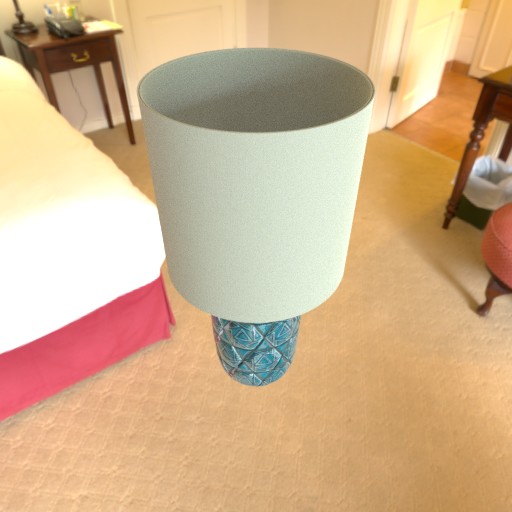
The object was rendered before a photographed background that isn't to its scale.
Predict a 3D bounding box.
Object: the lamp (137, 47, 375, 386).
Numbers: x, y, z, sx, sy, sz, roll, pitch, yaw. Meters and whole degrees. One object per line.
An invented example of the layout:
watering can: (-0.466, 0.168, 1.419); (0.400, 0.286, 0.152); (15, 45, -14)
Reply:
lamp: (0.000, 0.000, 0.487); (0.193, 0.377, 0.193); (10, 42, 11)
